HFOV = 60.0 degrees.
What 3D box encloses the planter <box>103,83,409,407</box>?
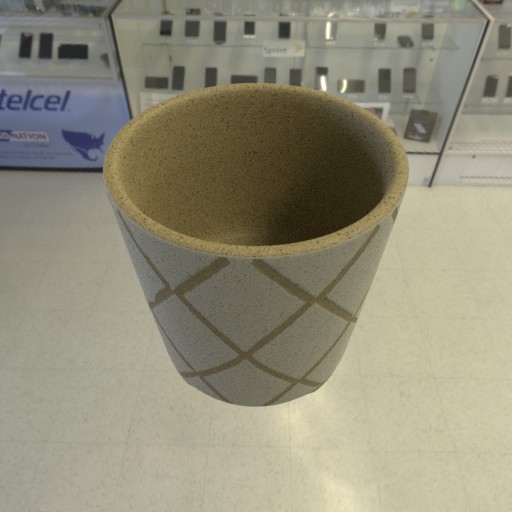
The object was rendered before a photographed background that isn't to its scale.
[{"bbox_3d":[0.000,0.000,0.421,0.228,0.235,0.228,0,46,0],"label":"planter"}]
